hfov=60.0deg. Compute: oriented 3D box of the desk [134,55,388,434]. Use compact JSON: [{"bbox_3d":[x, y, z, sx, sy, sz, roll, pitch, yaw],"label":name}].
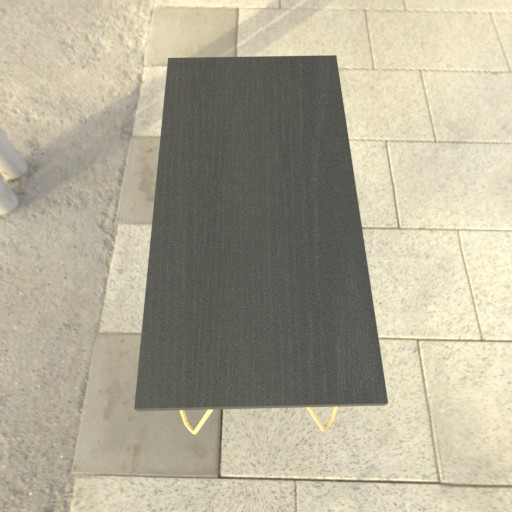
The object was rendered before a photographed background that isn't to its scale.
[{"bbox_3d":[0.000,0.000,1.386,0.499,0.660,0.991,-1,63,-1],"label":"desk"}]
